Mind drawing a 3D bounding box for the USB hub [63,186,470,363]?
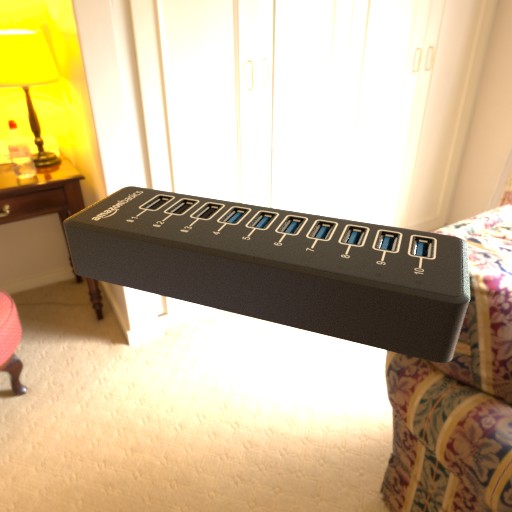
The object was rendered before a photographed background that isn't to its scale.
[{"bbox_3d":[0.000,0.000,0.168,0.145,0.023,0.044,11,32,19],"label":"USB hub"}]
